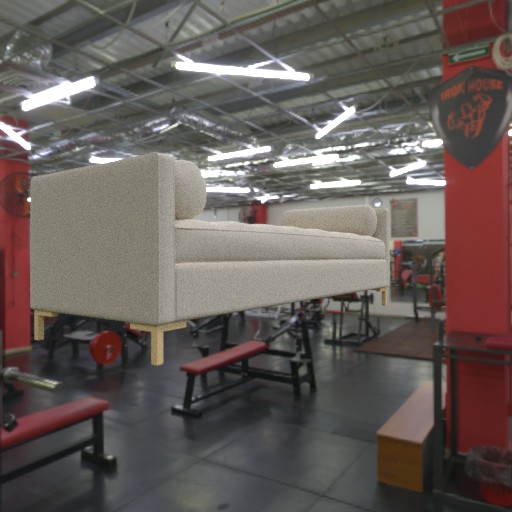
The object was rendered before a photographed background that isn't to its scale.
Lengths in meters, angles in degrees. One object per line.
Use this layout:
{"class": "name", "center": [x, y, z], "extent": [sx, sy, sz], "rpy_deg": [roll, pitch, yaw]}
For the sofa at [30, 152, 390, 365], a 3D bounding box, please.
{"class": "sofa", "center": [0.000, 0.000, 2.285], "extent": [0.746, 0.641, 1.985], "rpy_deg": [0, 0, 36]}
